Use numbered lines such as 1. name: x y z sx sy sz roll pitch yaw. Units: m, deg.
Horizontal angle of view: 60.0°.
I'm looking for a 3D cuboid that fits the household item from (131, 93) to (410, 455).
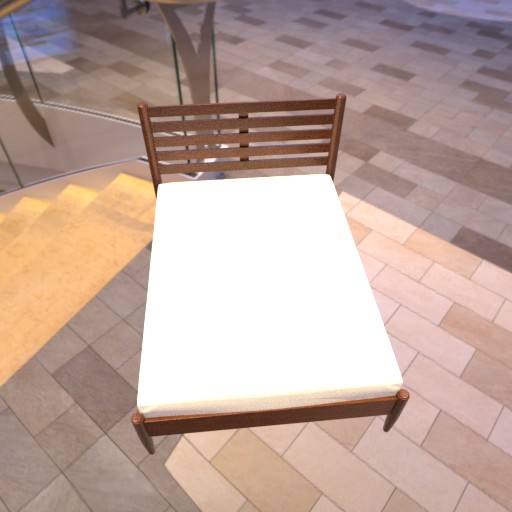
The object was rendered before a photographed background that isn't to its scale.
1. household item: 0.000 0.000 3.242 1.663 1.356 2.232 -4 46 -4
